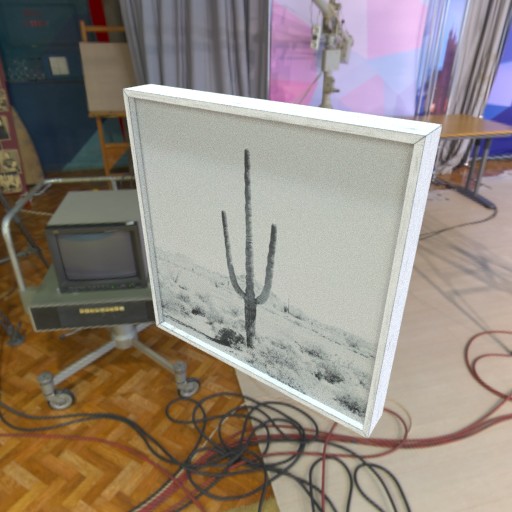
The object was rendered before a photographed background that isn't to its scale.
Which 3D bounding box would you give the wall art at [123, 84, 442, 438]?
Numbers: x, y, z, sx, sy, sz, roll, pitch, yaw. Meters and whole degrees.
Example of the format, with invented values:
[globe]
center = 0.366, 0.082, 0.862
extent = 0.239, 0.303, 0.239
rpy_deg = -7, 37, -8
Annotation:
[wall art]
center = 0.000, 0.000, 0.461
extent = 0.305, 0.305, 0.038
rpy_deg = 20, 35, 30
